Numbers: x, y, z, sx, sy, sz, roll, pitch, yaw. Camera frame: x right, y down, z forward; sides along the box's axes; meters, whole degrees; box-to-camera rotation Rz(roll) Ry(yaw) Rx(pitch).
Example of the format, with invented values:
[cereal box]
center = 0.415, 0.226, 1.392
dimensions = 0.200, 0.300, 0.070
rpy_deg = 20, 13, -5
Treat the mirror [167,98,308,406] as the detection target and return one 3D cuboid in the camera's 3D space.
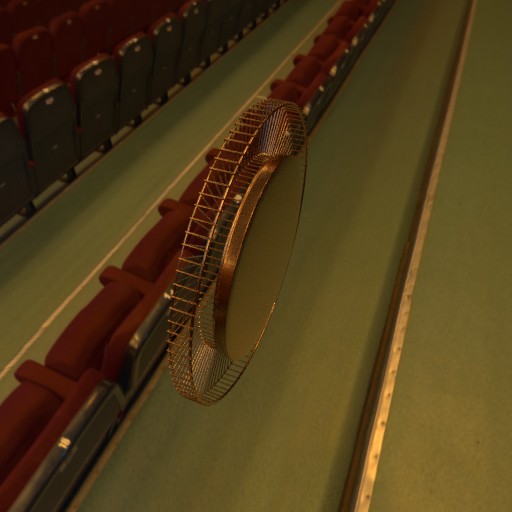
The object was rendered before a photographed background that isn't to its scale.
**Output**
[mirror]
center = 0.000, 0.000, 1.047
dimensions = 0.067, 0.703, 0.703
rpy_deg = 16, 48, 15
